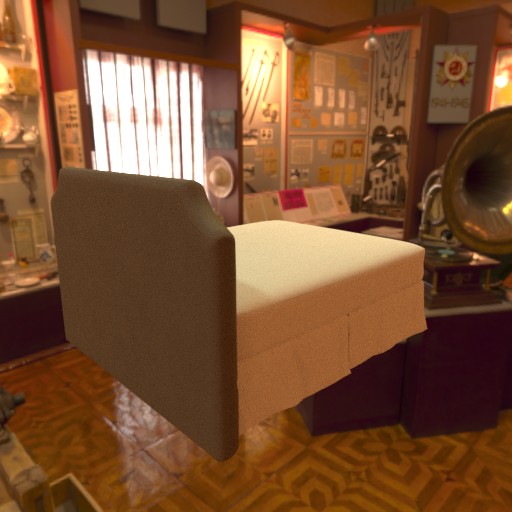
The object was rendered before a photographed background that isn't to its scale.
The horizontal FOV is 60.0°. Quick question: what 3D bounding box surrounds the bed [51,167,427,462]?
[{"bbox_3d":[0.000,0.000,3.215,2.181,1.297,1.831,-13,20,-42],"label":"bed"}]
